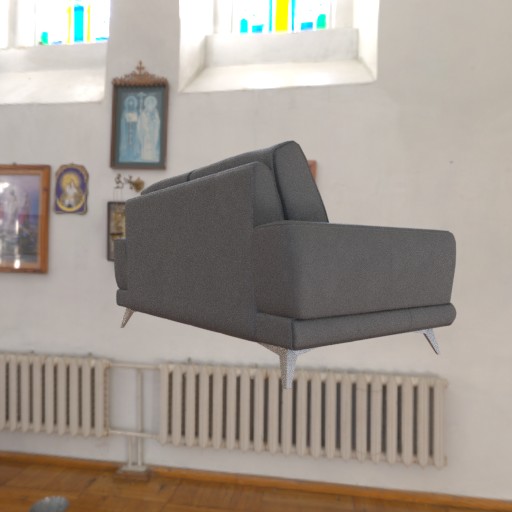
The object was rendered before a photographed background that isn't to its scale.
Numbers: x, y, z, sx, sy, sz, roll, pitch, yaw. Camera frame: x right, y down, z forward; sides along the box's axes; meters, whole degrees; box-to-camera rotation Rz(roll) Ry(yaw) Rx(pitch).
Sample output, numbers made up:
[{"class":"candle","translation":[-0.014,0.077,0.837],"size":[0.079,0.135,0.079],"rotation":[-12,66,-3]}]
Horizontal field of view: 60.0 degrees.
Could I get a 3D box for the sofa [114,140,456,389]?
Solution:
[{"class":"sofa","translation":[0.000,0.000,2.434],"size":[1.018,0.907,1.806],"rotation":[0,0,-36]}]
